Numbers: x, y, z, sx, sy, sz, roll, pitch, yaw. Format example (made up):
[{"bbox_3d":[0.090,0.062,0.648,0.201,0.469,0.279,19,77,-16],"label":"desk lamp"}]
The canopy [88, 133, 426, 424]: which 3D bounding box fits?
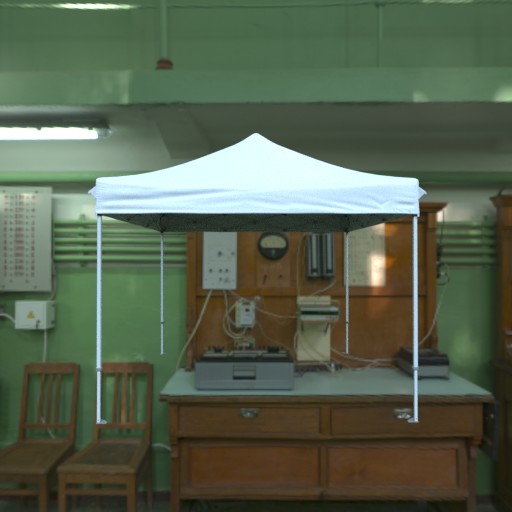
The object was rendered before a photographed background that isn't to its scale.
[{"bbox_3d":[0.000,0.000,5.414,2.994,2.998,2.996,0,0,-1],"label":"canopy"}]
